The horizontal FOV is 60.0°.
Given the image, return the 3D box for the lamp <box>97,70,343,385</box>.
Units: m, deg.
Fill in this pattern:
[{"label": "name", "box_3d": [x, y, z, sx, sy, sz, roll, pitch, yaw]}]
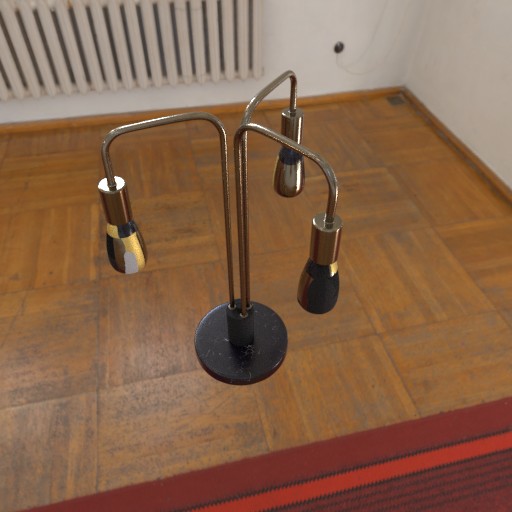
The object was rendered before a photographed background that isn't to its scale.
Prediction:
[{"label": "lamp", "box_3d": [0.000, 0.000, 0.792, 0.355, 0.560, 0.368, 24, 50, 22]}]
